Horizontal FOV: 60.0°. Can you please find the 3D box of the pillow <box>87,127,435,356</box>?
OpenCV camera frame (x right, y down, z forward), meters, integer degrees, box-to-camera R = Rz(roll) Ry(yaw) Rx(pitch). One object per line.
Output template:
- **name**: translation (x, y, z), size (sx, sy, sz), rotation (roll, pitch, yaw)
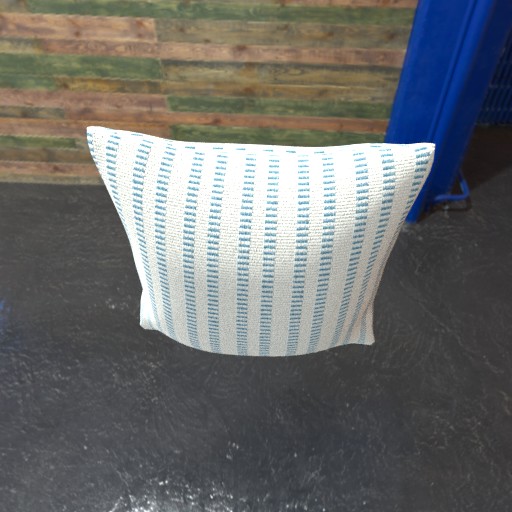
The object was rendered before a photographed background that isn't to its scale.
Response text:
- **pillow**: translation (0.000, 0.000, 0.689), size (0.438, 0.419, 0.247), rotation (4, 46, 4)
